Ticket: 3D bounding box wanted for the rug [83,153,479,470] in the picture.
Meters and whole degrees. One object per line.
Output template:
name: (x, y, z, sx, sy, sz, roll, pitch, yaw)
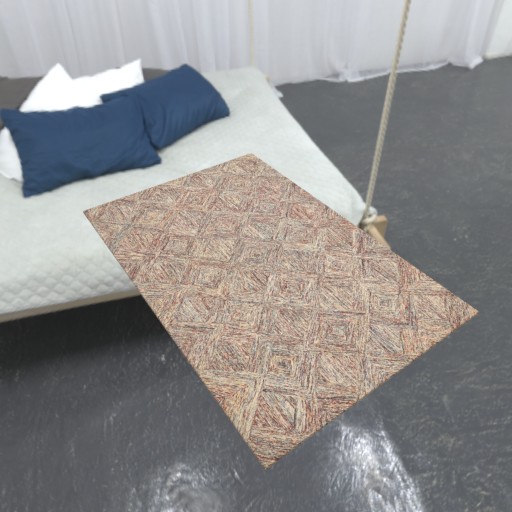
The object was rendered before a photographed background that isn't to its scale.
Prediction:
rug: (0.000, 0.000, 2.912, 1.523, 0.019, 2.285, -25, 47, -26)
